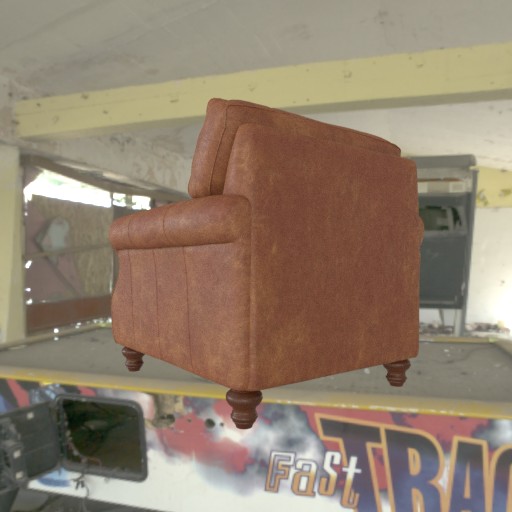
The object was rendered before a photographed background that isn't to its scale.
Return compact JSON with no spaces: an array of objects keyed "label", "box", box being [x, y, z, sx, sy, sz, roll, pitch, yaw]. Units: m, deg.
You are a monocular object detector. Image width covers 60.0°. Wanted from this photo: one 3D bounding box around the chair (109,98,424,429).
[{"label":"chair","box":[0.000,0.000,1.777,0.983,0.962,0.986,1,-1,-37]}]
